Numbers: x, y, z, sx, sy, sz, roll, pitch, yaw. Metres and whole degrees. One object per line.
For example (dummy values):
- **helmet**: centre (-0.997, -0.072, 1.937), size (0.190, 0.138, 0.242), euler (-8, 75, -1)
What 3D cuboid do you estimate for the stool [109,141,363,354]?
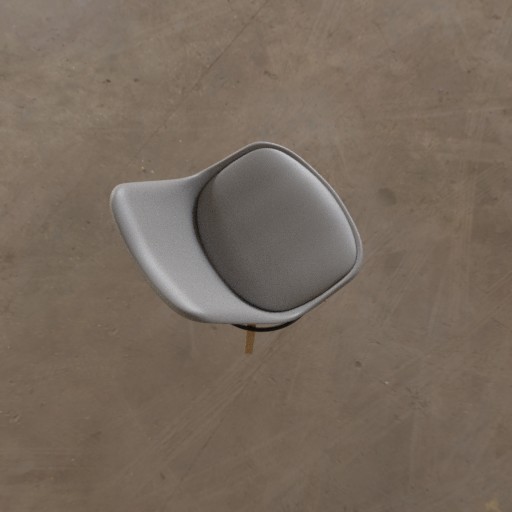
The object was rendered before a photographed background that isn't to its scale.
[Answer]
- **stool**: centre (0.000, 0.000, 1.388), size (0.550, 1.115, 0.485), euler (-34, 78, -8)
